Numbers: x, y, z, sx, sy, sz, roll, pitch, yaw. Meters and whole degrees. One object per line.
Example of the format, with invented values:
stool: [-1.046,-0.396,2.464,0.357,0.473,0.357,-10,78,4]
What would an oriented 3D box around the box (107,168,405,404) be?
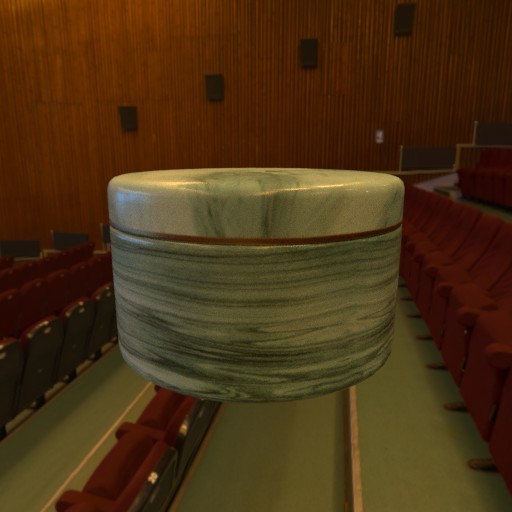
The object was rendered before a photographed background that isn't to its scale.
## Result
box: [0.000,0.000,0.164,0.101,0.063,0.101,0,13,0]
